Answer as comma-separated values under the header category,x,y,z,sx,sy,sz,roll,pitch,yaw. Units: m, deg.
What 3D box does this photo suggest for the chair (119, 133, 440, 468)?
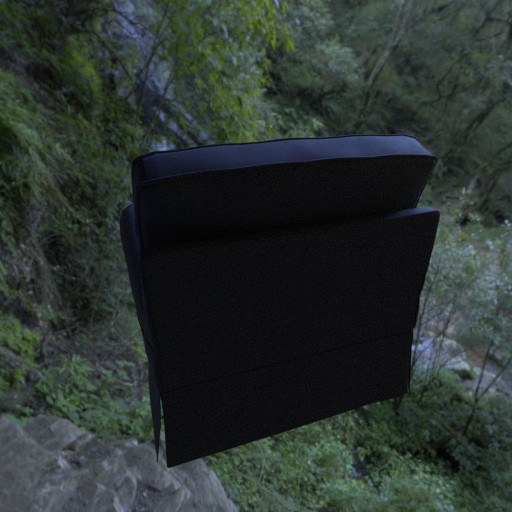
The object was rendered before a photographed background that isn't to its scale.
category,x,y,z,sx,sy,sz,roll,pitch,yaw
chair,0.000,0.000,1.953,1.119,1.140,1.002,-9,28,-18
